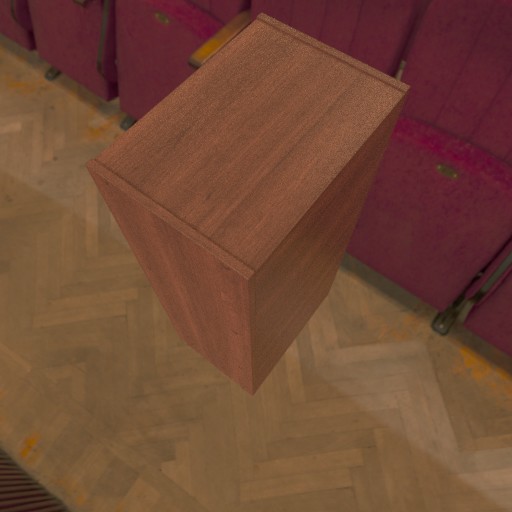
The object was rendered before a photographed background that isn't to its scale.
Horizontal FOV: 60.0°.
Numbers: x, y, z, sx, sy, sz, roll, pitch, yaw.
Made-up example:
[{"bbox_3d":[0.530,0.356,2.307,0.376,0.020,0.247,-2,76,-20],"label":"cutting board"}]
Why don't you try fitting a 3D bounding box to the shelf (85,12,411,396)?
[{"bbox_3d":[0.000,0.000,1.047,0.290,0.879,0.414,34,68,16],"label":"shelf"}]
